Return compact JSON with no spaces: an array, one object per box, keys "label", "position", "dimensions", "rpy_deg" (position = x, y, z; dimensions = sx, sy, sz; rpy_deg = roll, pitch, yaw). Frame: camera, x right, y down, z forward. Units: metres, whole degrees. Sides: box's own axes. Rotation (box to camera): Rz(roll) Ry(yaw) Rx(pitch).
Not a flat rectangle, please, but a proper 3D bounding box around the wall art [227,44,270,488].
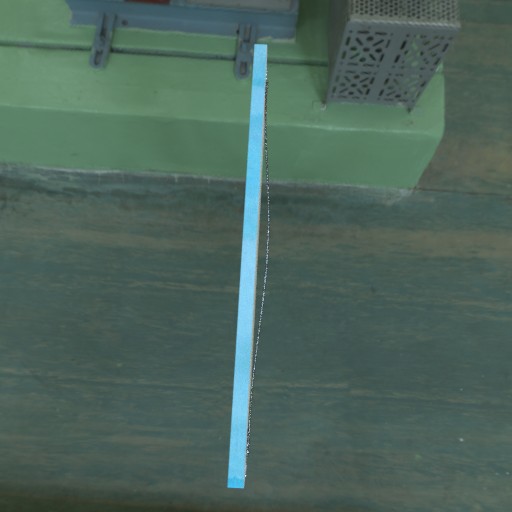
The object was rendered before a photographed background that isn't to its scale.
[{"label":"wall art","position":[0.000,0.000,0.855],"dimensions":[0.044,0.254,0.759],"rpy_deg":[3,75,1]}]
